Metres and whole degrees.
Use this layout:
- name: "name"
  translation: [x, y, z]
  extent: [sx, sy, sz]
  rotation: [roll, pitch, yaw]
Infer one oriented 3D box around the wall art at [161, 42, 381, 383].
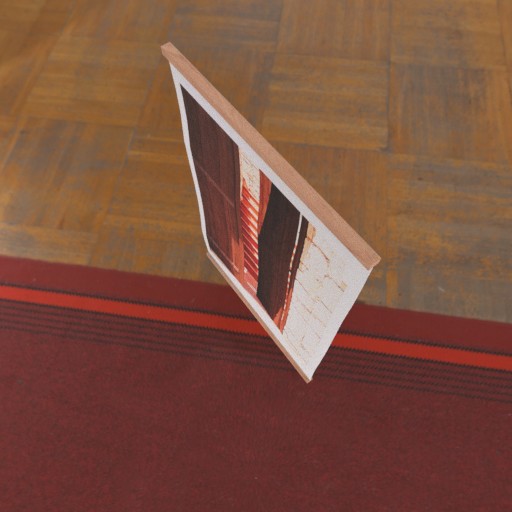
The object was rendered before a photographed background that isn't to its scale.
- name: "wall art"
  translation: [0.000, 0.000, 0.654]
  extent: [0.012, 0.508, 0.332]
  rotation: [-34, 68, -16]
